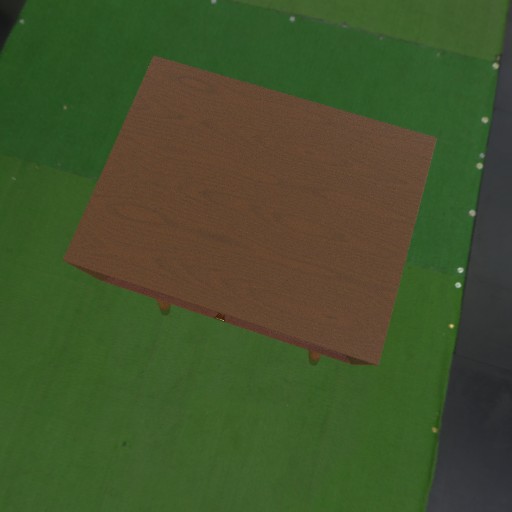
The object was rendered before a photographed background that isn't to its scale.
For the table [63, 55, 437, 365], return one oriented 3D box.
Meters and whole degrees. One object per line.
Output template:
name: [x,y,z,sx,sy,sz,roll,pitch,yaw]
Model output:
table: [0.000,0.000,0.830,0.406,0.599,0.300,18,77,4]
